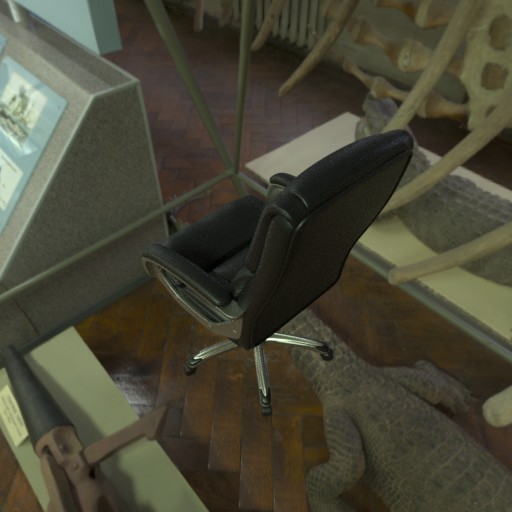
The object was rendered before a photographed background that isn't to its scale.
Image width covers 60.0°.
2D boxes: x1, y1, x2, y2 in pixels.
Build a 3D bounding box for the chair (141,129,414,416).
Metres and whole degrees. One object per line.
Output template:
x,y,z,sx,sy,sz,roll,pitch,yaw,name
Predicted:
0.000,0.000,1.593,0.663,1.155,0.739,-34,55,-28,chair
